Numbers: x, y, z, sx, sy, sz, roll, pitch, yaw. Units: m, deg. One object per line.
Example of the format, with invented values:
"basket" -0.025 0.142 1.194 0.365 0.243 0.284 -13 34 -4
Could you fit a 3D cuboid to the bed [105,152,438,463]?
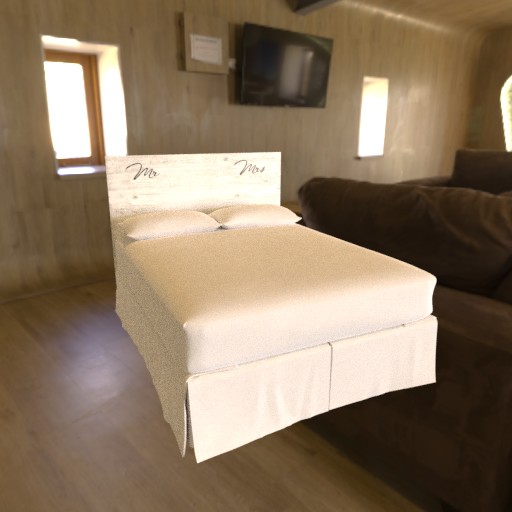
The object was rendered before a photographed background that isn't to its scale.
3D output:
"bed" 0.000 0.000 3.179 1.745 1.335 2.094 -8 18 -25
